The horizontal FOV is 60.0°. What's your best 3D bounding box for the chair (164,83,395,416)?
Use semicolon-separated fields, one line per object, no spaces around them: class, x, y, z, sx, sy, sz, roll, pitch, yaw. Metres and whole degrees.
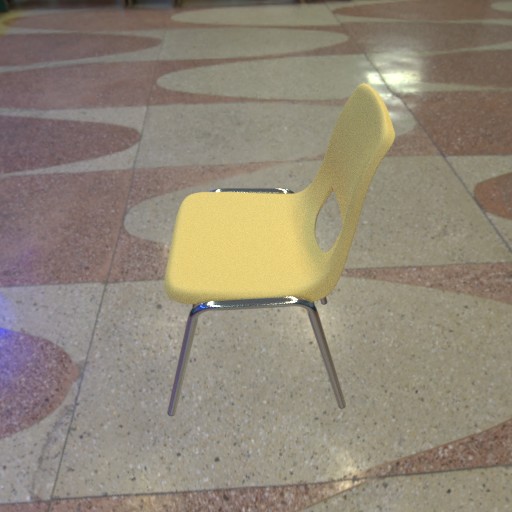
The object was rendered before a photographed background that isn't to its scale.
chair;0.000;0.000;0.976;0.436;0.704;0.381;-1;43;-1
